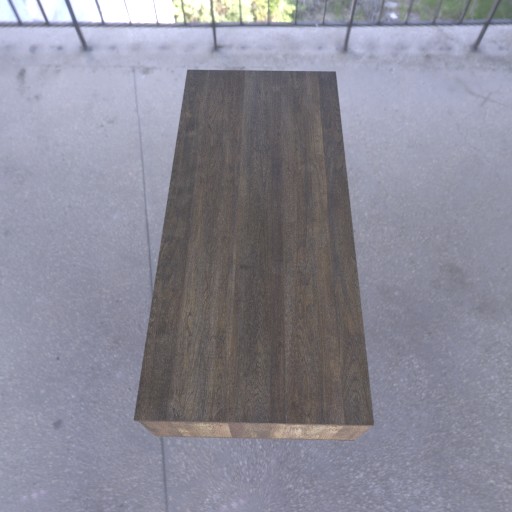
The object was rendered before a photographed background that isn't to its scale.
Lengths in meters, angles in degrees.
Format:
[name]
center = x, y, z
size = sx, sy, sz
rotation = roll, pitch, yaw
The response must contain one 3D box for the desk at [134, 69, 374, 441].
[desk]
center = 0.000, 0.000, 2.049
size = 0.730, 0.780, 1.600
rotation = 1, 60, 1
